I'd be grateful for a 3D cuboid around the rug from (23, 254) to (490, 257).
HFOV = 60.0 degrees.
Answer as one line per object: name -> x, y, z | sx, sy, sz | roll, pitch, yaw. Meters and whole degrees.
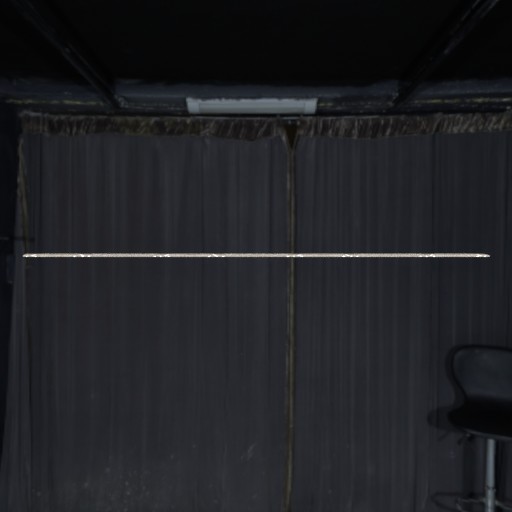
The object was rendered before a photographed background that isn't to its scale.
rug -> 0.000, 0.000, 2.354 | 1.836, 0.012, 1.239 | 0, 0, 0
